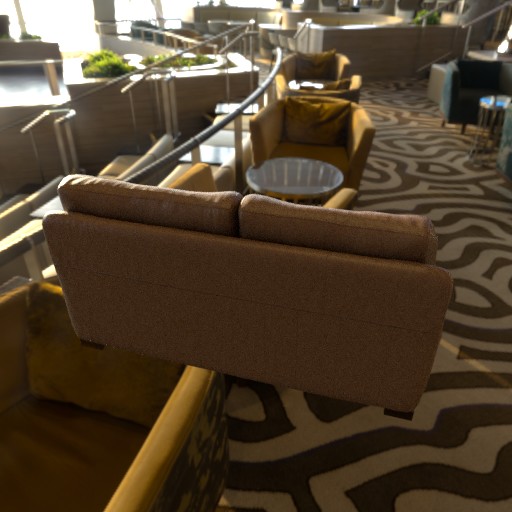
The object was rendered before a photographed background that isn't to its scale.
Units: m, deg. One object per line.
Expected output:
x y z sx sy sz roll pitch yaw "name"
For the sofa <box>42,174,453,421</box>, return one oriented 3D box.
0.000 0.000 2.407 1.855 0.980 0.962 9 33 14 "sofa"
